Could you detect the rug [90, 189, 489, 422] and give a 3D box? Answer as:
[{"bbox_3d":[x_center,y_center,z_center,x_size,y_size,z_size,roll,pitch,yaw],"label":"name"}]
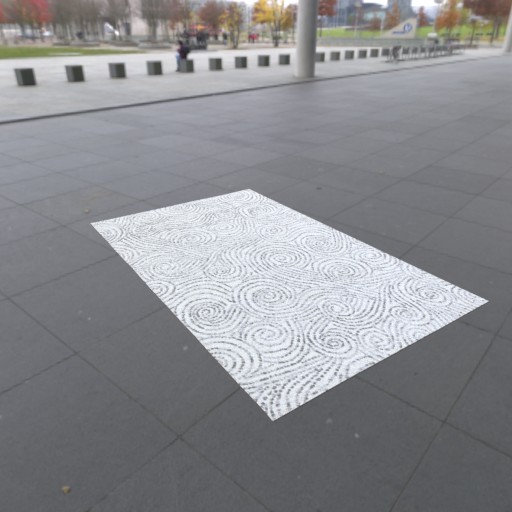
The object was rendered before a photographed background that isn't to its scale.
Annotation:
[{"bbox_3d":[0.000,0.000,3.012,1.524,0.005,2.439,-17,32,-30],"label":"rug"}]
